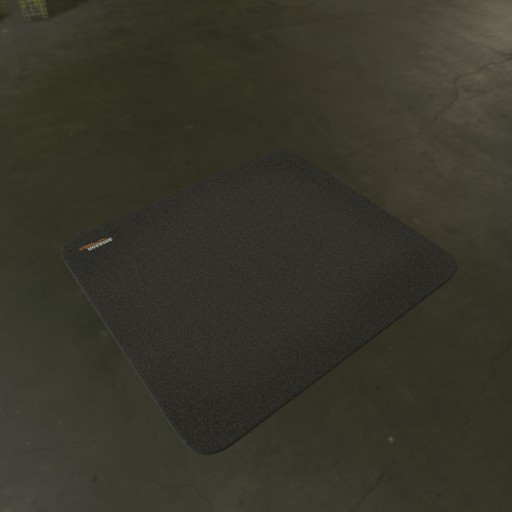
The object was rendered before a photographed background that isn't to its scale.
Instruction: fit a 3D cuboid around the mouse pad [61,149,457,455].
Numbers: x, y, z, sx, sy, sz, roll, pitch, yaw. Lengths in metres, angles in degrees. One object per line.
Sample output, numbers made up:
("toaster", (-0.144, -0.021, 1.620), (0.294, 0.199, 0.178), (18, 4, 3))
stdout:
("mouse pad", (0.000, 0.000, 0.328), (0.229, 0.003, 0.203), (-29, 52, -25))
